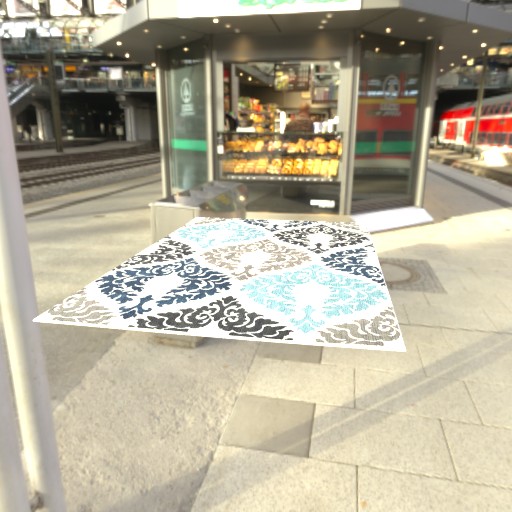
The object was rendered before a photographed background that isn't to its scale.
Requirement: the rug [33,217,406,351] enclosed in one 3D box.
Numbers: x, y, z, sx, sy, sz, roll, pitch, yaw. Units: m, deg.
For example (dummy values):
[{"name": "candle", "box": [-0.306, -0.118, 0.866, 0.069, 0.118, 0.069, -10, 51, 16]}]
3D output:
[{"name": "rug", "box": [0.000, 0.000, 2.806, 1.514, 0.014, 2.275, 3, 16, 10]}]
